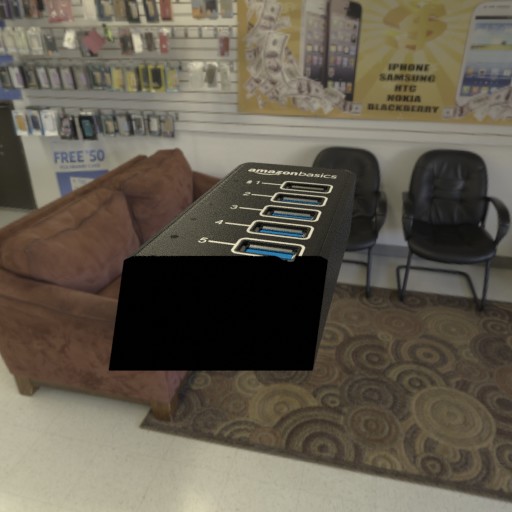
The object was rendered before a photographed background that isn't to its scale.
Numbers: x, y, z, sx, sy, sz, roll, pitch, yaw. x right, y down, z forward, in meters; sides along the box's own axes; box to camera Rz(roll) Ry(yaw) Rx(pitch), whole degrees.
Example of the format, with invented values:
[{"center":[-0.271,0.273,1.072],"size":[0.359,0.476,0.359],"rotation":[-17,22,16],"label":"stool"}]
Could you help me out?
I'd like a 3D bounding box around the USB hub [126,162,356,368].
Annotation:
[{"center":[0.000,0.000,0.125],"size":[0.044,0.023,0.110],"rotation":[8,28,15],"label":"USB hub"}]
